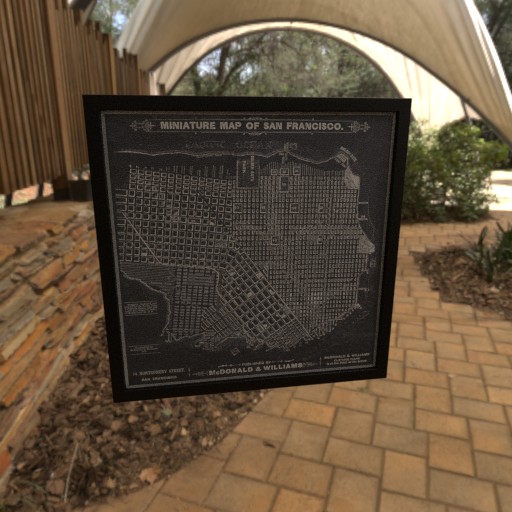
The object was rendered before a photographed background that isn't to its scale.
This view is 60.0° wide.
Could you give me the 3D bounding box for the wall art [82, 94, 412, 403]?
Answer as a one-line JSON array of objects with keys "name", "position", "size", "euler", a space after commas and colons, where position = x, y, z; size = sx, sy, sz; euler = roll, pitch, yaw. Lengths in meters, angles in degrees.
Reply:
[{"name": "wall art", "position": [0.000, 0.000, 0.676], "size": [0.457, 0.458, 0.012], "euler": [-3, 16, -9]}]
